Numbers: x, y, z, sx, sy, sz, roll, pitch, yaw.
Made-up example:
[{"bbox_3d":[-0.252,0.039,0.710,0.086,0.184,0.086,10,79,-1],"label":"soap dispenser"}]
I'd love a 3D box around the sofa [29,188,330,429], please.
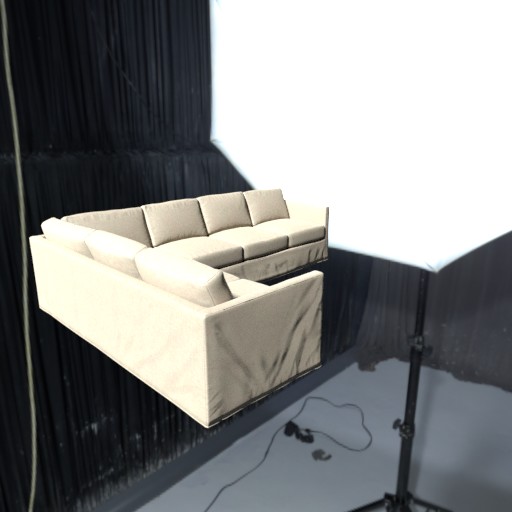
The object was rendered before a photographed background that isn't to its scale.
[{"bbox_3d":[0.000,0.000,4.173,2.432,0.871,3.182,15,22,42],"label":"sofa"}]
